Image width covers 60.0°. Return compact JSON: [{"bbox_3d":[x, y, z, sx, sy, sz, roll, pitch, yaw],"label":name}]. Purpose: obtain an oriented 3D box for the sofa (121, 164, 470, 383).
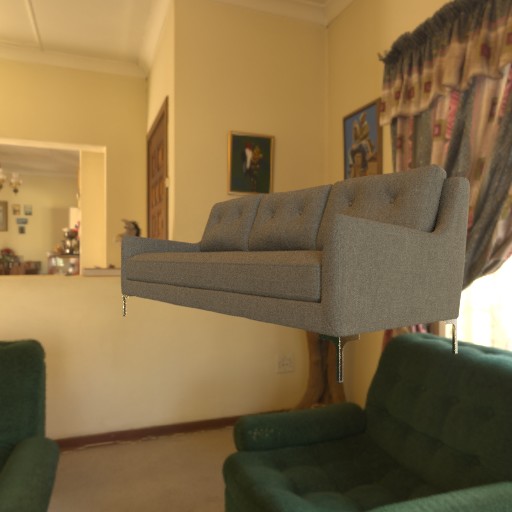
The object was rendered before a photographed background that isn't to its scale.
[{"bbox_3d":[0.000,0.000,2.512,0.849,0.837,2.060,0,0,-37],"label":"sofa"}]
